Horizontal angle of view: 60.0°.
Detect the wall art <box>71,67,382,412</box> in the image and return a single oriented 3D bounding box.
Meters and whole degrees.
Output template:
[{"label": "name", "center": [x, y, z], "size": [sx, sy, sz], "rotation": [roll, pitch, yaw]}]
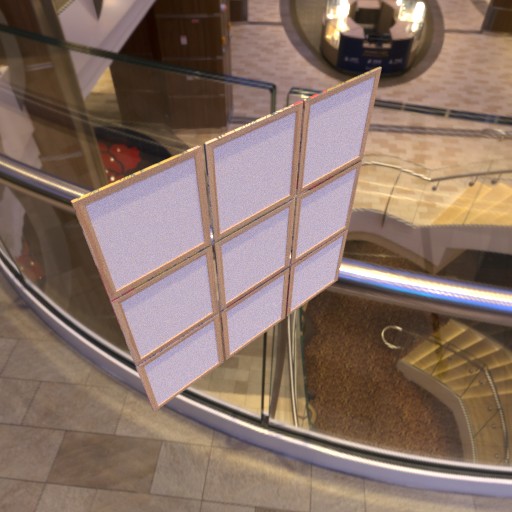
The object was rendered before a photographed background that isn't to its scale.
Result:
[{"label": "wall art", "center": [0.000, 0.000, 2.291], "size": [1.519, 1.534, 0.013], "rotation": [-31, 54, -26]}]
